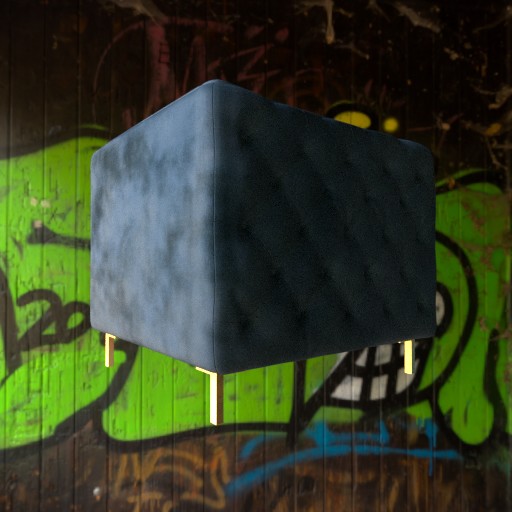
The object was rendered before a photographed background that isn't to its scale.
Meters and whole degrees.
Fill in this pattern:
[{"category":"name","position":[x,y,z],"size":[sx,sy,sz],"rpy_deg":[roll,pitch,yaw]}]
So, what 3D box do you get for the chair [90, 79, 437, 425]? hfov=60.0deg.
[{"category":"chair","position":[0.000,0.000,1.514],"size":[0.877,0.771,0.868],"rpy_deg":[1,-1,-38]}]
